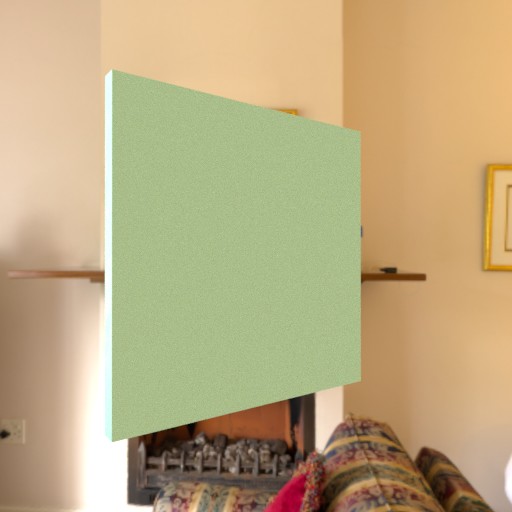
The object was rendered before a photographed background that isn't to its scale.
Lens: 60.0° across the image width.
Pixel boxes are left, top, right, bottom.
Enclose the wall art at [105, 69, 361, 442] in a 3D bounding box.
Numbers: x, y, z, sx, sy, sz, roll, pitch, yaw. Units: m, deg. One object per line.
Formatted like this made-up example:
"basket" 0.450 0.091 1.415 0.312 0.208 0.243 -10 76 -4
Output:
"wall art" 0.000 0.000 0.907 0.603 0.603 0.036 0 0 -36
